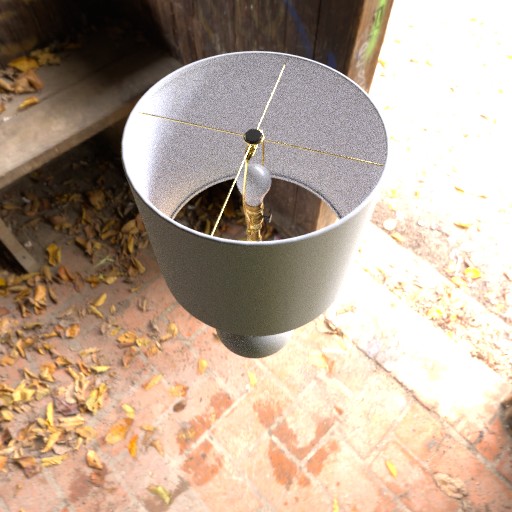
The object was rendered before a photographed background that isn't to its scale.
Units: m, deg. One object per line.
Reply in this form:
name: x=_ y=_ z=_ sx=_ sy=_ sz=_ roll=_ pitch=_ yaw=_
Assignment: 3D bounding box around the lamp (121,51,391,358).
lamp: x=0.000 y=0.000 z=0.726 sx=0.301 sy=0.533 sz=0.301 roll=15 pitch=60 yaw=9
